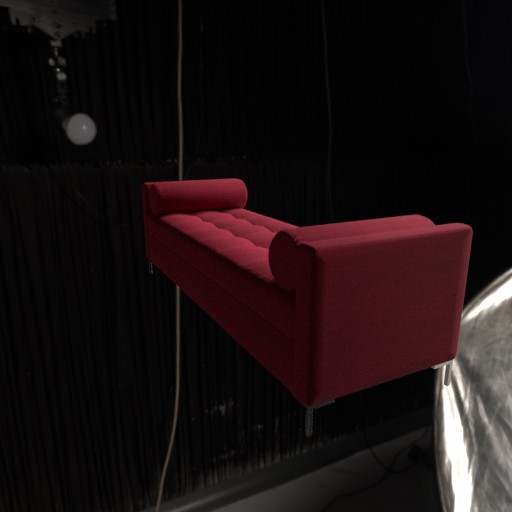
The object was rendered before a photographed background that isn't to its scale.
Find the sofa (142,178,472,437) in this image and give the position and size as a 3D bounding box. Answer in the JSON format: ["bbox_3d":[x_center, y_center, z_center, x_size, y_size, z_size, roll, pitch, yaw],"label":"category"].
[{"bbox_3d":[0.000,0.000,2.310,0.686,0.635,1.981,-8,17,-26],"label":"sofa"}]
